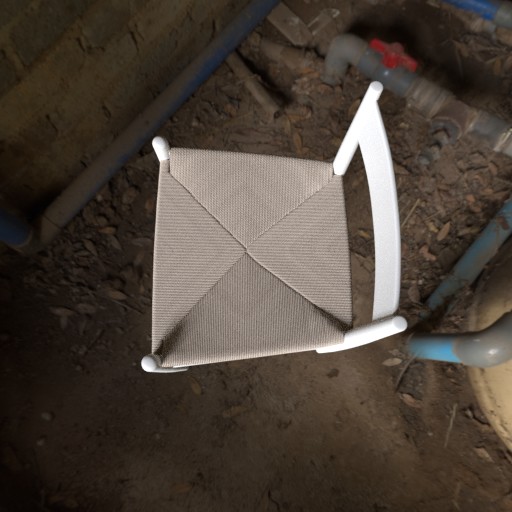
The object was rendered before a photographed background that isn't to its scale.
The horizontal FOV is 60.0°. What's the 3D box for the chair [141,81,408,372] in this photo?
[{"bbox_3d":[0.000,0.000,1.110,0.495,0.762,0.556,-1,75,0],"label":"chair"}]
